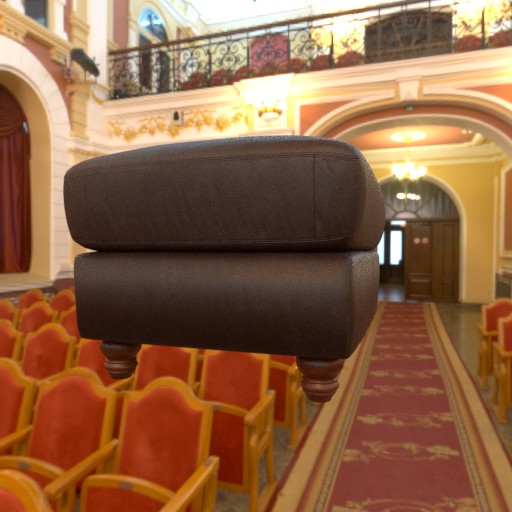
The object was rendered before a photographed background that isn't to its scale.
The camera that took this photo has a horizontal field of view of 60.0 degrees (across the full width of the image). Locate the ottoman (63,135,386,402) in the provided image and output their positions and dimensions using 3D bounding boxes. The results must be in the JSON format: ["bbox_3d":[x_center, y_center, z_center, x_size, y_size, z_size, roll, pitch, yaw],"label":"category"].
[{"bbox_3d":[0.000,0.000,1.249,0.670,0.569,0.806,0,1,19],"label":"ottoman"}]
